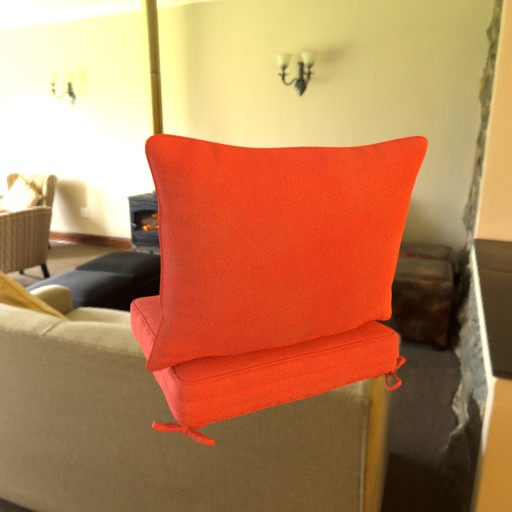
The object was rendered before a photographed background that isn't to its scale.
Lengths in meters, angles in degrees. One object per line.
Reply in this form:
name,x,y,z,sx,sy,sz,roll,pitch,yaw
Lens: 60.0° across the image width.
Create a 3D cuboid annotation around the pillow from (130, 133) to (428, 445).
pillow,0.000,0.000,1.378,0.798,0.725,0.733,-7,16,-25
